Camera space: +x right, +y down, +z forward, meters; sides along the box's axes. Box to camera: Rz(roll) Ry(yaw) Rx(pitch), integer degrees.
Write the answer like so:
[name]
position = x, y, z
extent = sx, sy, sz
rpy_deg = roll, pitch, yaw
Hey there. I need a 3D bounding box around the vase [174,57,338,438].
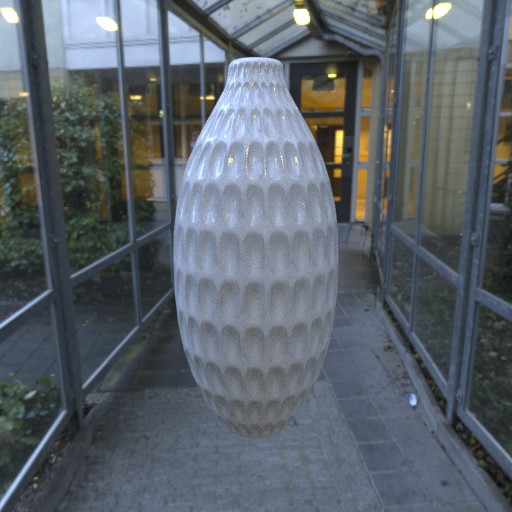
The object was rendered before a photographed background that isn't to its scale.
[vase]
position = 0.000, 0.000, 0.346
extent = 0.127, 0.282, 0.127
rpy_deg = 0, 13, 0
